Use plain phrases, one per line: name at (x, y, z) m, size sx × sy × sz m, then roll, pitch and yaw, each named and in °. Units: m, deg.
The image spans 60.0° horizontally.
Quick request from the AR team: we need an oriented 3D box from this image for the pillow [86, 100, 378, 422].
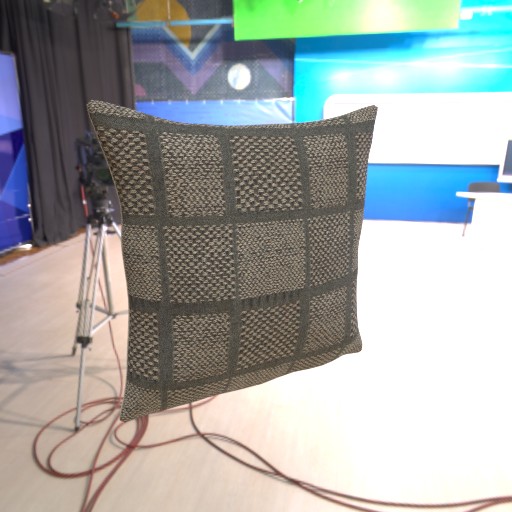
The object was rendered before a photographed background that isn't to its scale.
pillow at (0.000, 0.000, 0.659) m, size 0.435 × 0.432 × 0.138 m, roll -9°, pitch 20°, yaw -26°
